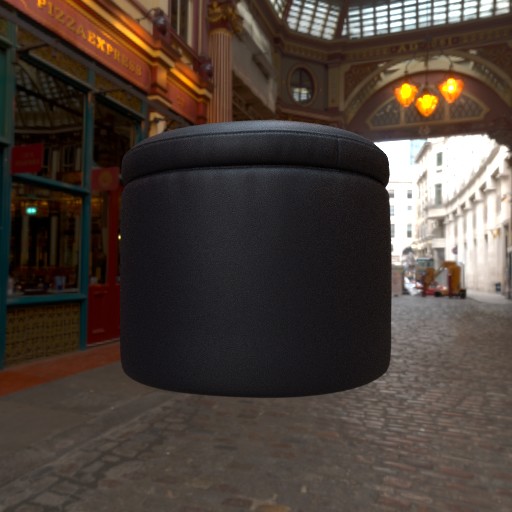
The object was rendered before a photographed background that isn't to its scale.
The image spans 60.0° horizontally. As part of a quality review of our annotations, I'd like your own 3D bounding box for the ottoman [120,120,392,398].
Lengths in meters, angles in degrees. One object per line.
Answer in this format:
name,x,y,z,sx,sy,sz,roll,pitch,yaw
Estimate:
ottoman,0.000,0.000,0.857,0.501,0.409,0.501,0,-2,0
